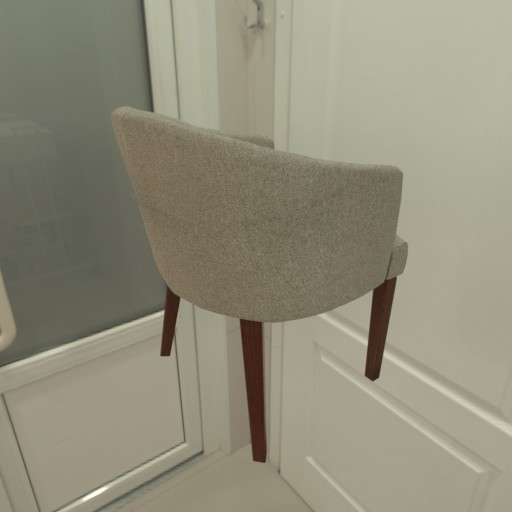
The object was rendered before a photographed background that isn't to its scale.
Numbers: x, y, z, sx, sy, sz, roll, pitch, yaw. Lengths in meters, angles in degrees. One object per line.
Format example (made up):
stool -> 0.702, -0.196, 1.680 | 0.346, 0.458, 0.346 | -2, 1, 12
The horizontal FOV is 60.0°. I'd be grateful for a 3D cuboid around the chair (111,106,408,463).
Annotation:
chair -> 0.000, 0.000, 1.213 | 0.655, 0.811, 0.583 | -17, 30, -33
